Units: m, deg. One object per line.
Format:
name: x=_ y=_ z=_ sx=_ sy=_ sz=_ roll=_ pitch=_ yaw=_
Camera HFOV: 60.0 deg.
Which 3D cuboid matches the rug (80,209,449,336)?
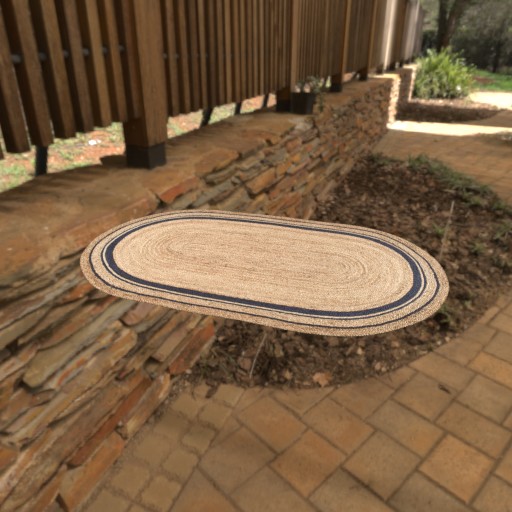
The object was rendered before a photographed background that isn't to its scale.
rug: x=0.000 y=0.000 z=2.999 sx=2.432 sy=0.006 sz=1.520 roll=8 pitch=27 yaw=16
